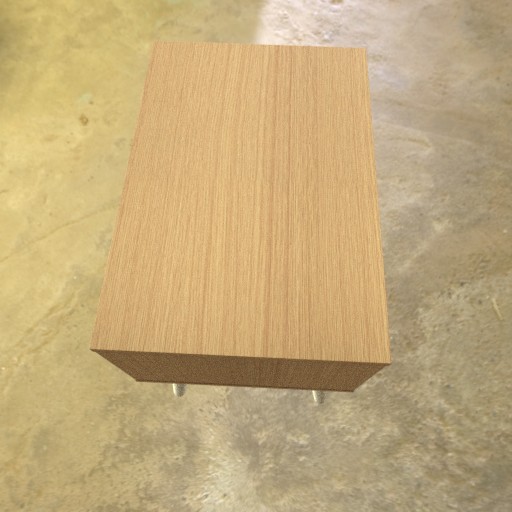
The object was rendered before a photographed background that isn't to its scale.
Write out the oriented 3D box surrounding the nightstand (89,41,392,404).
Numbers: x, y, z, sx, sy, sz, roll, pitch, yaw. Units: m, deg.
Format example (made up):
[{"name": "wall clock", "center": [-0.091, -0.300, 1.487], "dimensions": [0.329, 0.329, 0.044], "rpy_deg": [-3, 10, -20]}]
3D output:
[{"name": "nightstand", "center": [0.000, 0.000, 0.967], "dimensions": [0.407, 0.610, 0.571], "rpy_deg": [2, 65, 1]}]
